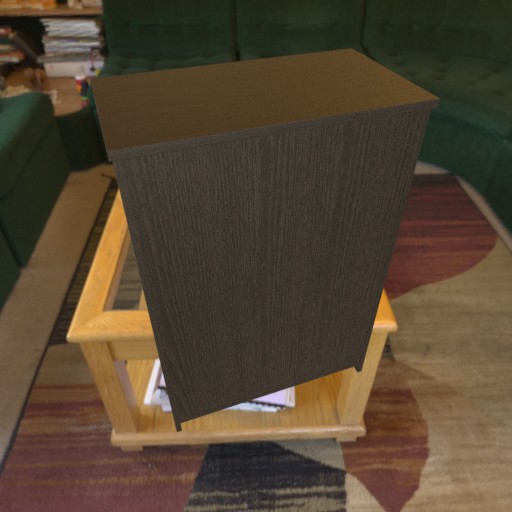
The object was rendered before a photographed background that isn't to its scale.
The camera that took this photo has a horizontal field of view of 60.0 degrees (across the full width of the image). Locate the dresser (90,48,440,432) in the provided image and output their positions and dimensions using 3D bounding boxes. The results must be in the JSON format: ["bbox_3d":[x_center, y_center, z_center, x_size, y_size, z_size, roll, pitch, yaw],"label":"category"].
[{"bbox_3d":[0.000,0.000,1.345,0.704,1.020,0.399,-13,43,-15],"label":"dresser"}]
